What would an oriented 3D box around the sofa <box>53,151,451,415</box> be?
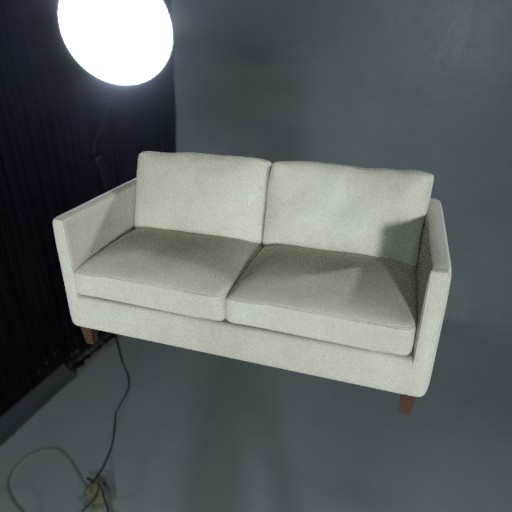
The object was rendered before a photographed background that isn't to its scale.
[{"bbox_3d":[0.000,0.000,2.393,1.846,0.940,0.950,8,27,16],"label":"sofa"}]
